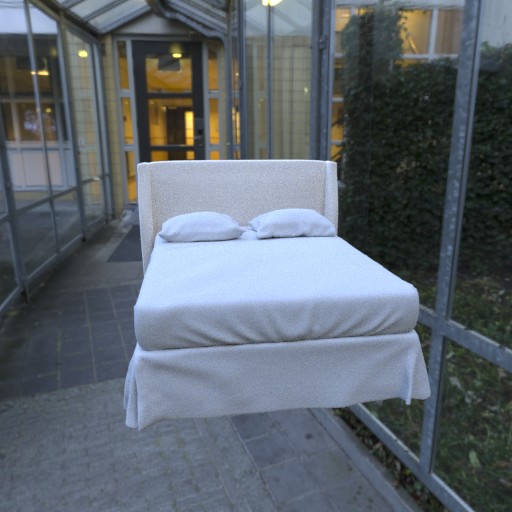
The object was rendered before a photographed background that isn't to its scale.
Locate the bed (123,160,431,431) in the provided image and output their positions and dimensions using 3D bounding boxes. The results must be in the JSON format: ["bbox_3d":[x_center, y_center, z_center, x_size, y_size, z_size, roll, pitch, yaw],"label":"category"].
[{"bbox_3d":[0.000,0.000,3.419,1.925,1.332,2.276,-2,16,-8],"label":"bed"}]
